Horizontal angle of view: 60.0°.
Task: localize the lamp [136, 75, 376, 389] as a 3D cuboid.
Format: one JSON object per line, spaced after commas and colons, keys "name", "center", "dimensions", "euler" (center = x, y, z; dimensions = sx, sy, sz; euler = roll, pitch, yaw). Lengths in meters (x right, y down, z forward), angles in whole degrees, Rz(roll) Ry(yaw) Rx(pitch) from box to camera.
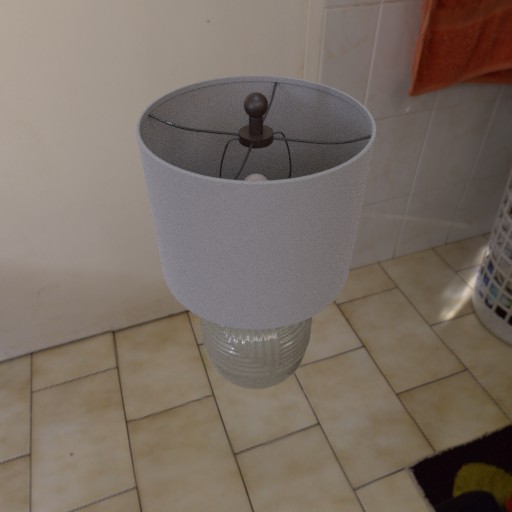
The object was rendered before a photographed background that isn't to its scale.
{"name": "lamp", "center": [0.000, 0.000, 0.763], "dimensions": [0.318, 0.567, 0.318], "euler": [0, 42, 0]}
